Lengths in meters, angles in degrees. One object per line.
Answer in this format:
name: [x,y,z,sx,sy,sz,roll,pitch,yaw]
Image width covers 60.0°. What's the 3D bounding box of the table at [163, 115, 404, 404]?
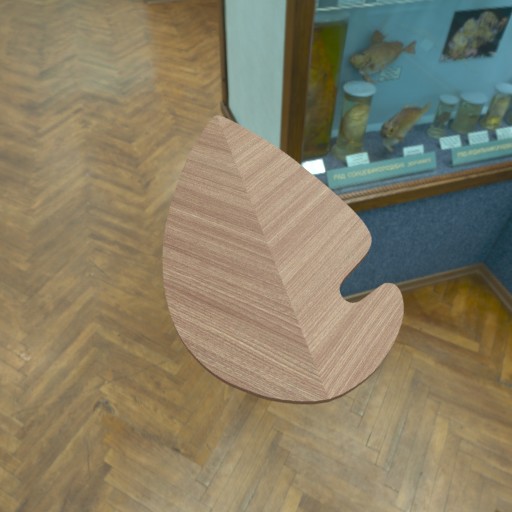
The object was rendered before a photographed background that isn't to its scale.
table: [0.000,0.000,1.462,0.598,0.360,1.199,-11,48,-10]
